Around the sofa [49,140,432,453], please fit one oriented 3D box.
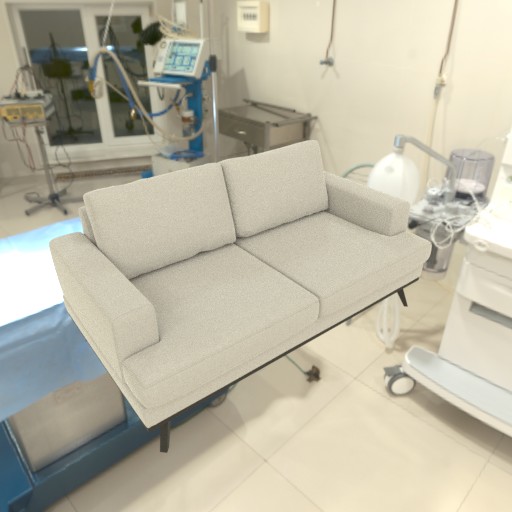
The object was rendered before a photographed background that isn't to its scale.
[{"bbox_3d":[0.000,0.000,2.174,1.650,0.810,0.920,-21,36,-32],"label":"sofa"}]
